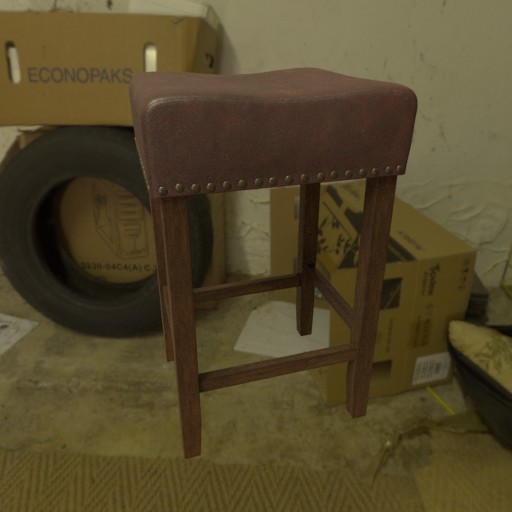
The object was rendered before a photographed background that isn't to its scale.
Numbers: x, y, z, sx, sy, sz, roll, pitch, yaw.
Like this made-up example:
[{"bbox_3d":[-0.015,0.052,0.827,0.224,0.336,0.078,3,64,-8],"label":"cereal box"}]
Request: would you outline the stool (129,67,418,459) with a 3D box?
[{"bbox_3d":[0.000,0.000,1.020,0.465,0.769,0.401,-8,28,-15],"label":"stool"}]
